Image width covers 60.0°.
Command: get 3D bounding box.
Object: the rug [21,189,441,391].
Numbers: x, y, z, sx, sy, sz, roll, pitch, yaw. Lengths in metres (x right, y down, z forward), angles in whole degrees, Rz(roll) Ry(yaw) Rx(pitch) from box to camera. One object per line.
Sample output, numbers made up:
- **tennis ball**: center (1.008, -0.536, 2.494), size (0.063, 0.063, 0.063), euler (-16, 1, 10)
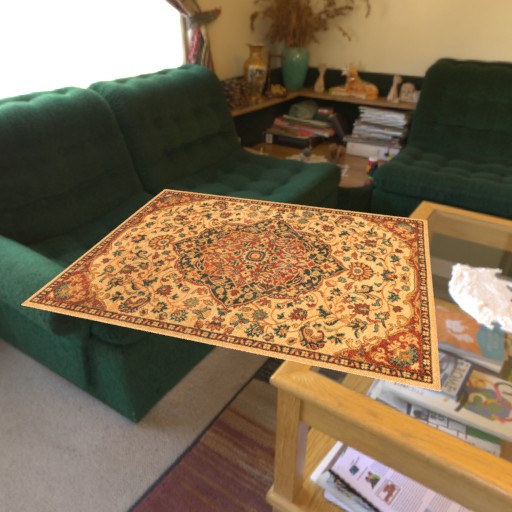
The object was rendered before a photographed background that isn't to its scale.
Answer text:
- **rug**: center (0.000, 0.000, 4.065), size (3.067, 0.005, 2.454), euler (9, 32, 14)
